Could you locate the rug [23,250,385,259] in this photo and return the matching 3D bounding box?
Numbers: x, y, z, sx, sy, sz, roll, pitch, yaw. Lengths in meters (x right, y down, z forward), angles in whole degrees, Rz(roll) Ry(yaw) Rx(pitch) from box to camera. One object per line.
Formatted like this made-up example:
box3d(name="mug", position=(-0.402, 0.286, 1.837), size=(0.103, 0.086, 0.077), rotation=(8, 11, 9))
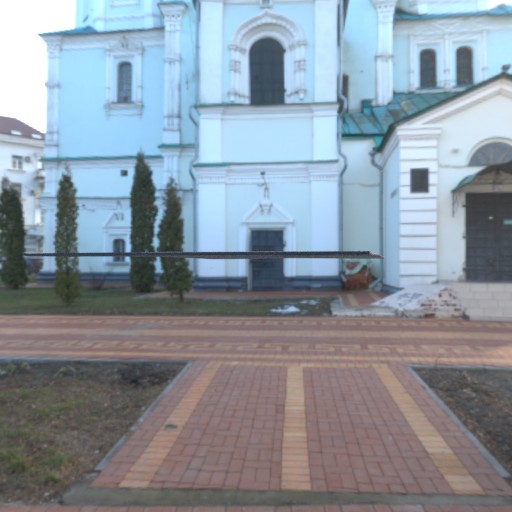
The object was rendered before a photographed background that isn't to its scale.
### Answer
box3d(name="rug", position=(0.000, 0.000, 2.999), size=(1.624, 0.030, 2.349), rotation=(0, -1, 18))
